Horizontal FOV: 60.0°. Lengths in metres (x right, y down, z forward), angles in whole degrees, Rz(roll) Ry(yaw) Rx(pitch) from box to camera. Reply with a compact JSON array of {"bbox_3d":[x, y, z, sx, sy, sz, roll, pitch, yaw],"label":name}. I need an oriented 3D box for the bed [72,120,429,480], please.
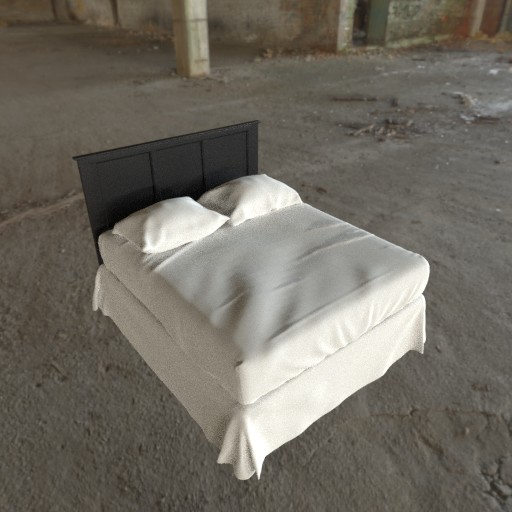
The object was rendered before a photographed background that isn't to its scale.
[{"bbox_3d":[0.000,0.000,3.160,1.870,1.270,2.050,-22,37,-33],"label":"bed"}]
